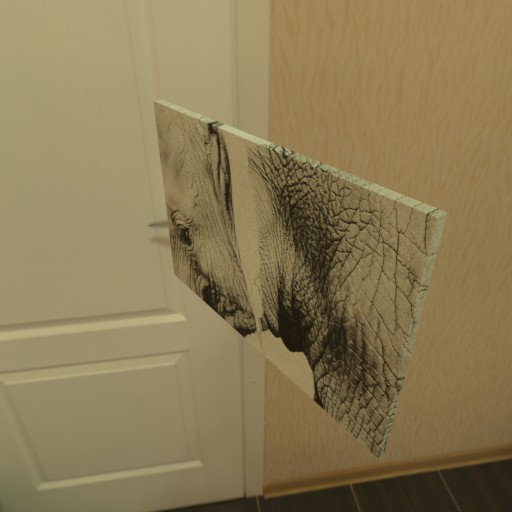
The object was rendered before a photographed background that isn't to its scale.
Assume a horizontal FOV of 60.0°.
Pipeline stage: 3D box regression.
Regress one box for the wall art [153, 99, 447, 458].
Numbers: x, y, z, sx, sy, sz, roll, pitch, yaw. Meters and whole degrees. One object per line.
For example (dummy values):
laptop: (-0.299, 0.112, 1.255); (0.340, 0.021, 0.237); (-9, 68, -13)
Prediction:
wall art: (0.000, 0.000, 1.421); (0.035, 0.758, 1.141); (-23, 39, -32)
